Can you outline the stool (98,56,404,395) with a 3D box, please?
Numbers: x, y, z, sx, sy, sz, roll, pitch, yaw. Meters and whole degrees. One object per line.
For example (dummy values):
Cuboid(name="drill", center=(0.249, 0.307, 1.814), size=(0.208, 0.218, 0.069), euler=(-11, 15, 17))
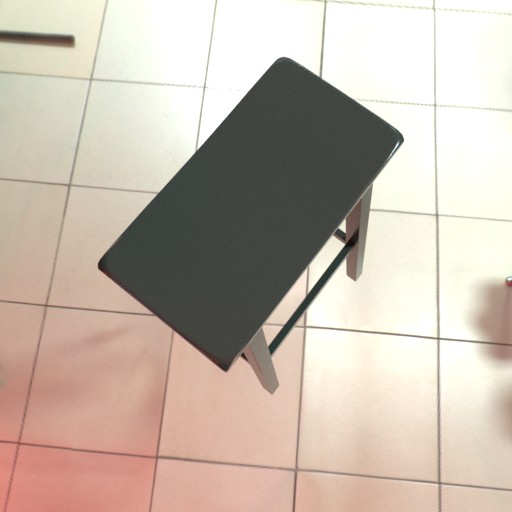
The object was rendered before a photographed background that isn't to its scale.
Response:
Cuboid(name="stool", center=(0.000, 0.000, 1.008), size=(0.476, 0.737, 0.457), euler=(37, 79, 8))
